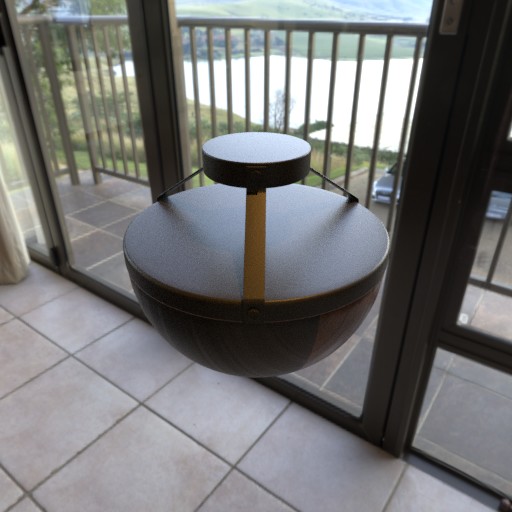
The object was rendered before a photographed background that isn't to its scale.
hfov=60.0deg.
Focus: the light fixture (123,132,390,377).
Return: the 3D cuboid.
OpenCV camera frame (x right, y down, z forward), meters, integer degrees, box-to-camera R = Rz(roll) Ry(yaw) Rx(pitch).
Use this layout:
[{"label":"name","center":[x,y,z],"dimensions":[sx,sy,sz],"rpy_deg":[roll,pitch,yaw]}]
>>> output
[{"label":"light fixture","center":[0.000,0.000,0.537],"dimensions":[0.304,0.269,0.304],"rpy_deg":[0,30,0]}]
